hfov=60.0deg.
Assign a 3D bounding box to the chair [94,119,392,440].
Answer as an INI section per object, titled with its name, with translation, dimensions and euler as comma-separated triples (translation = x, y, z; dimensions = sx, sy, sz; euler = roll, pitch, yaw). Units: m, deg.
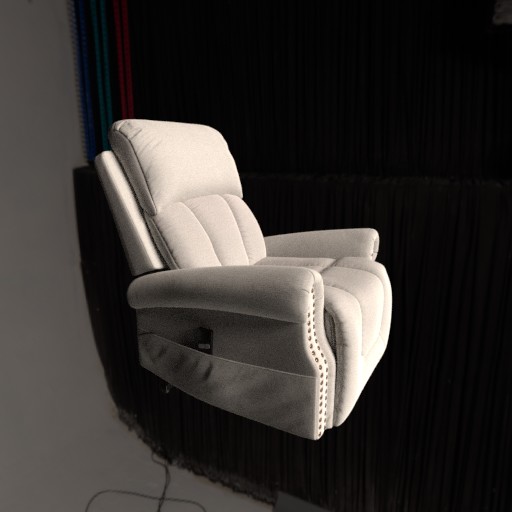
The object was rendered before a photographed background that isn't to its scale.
[chair]
translation = 0.000, 0.000, 1.743
dimensions = 0.979, 1.031, 0.871
euler = 7, 15, 27
